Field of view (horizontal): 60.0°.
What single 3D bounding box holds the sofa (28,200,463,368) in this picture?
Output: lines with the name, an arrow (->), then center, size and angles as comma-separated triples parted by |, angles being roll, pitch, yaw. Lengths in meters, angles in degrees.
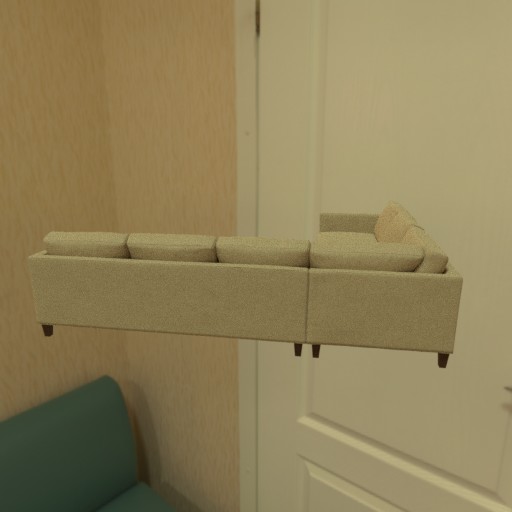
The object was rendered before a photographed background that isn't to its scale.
sofa -> 0.000, 0.000, 4.363 | 3.182, 0.863, 2.432 | 3, 16, 9
